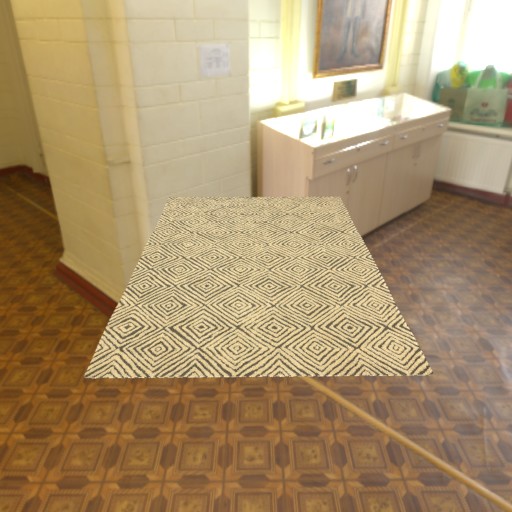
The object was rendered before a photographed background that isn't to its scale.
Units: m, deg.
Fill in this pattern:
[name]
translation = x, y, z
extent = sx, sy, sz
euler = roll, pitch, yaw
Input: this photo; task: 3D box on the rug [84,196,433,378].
[rug]
translation = 0.000, 0.000, 2.256
extent = 1.177, 0.004, 1.750
euler = 0, 27, -1
